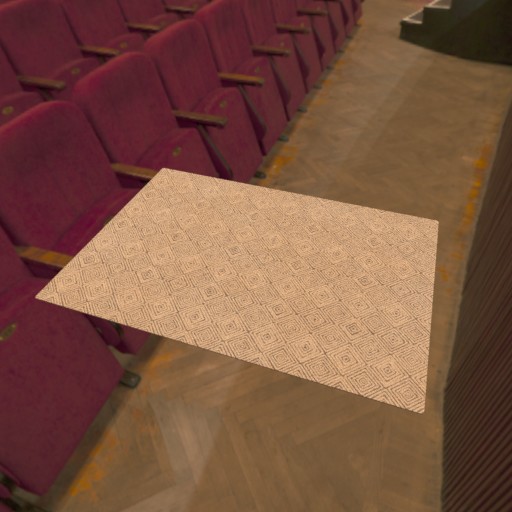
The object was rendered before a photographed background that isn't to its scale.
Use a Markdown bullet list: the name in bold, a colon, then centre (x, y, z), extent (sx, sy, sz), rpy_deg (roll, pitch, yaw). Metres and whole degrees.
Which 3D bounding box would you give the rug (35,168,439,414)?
- **rug**: centre (0.000, 0.000, 2.926), extent (2.238, 0.008, 1.593), rpy_deg (13, 43, 14)
